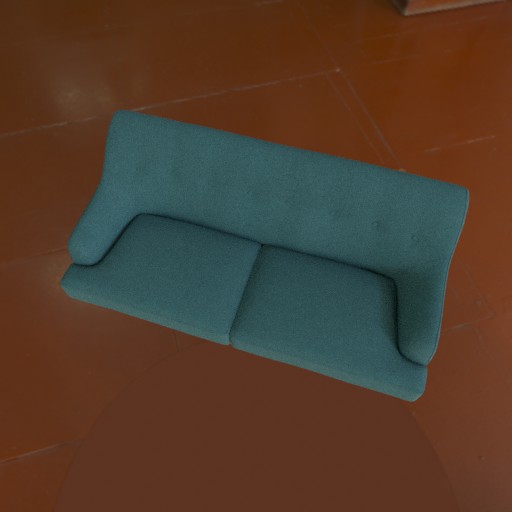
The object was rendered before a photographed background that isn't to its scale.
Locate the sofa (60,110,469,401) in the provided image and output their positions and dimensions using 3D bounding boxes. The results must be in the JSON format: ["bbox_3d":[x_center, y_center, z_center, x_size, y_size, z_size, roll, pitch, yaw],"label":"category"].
[{"bbox_3d":[0.000,0.000,2.516,2.057,0.871,0.978,15,60,9],"label":"sofa"}]
